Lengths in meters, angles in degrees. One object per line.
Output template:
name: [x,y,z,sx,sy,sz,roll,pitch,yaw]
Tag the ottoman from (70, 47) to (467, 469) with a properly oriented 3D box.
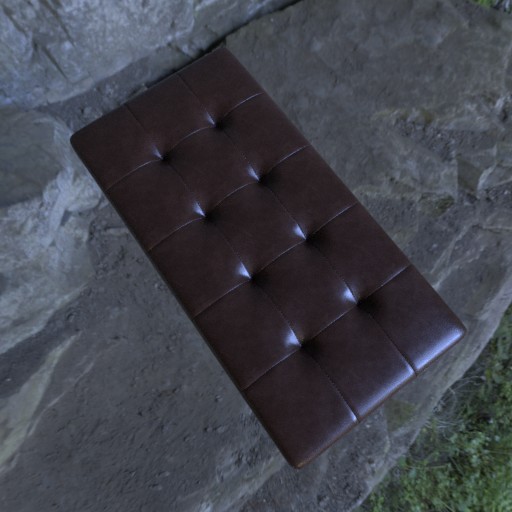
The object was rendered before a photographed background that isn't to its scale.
ottoman: [0.000,0.000,1.110,0.432,0.470,0.838,-35,77,-9]
